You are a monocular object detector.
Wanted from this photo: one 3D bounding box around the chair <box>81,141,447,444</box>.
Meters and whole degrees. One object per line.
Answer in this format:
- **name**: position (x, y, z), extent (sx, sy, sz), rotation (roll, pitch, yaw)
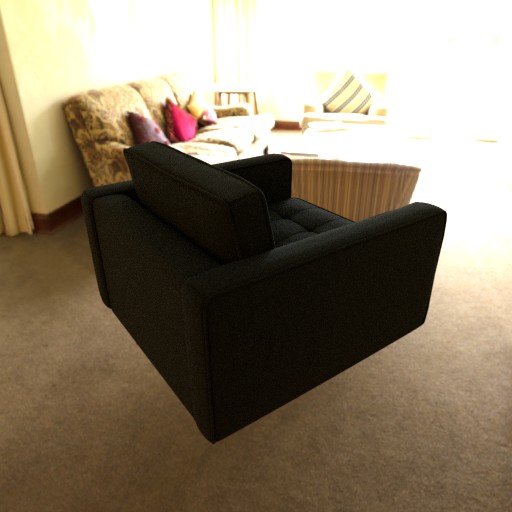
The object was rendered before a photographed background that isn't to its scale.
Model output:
- **chair**: position (0.000, 0.000, 1.580), extent (0.920, 0.770, 0.899), rotation (-18, 33, -31)
